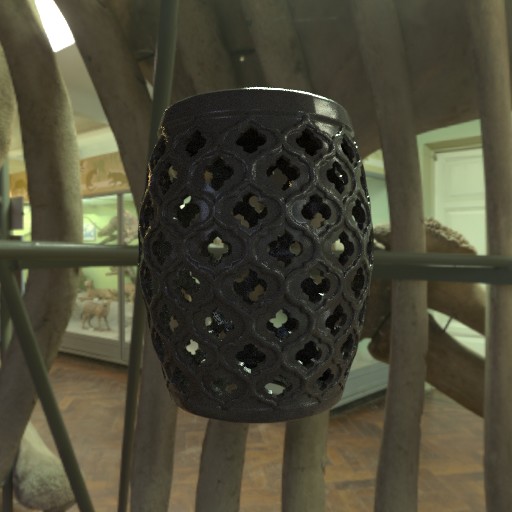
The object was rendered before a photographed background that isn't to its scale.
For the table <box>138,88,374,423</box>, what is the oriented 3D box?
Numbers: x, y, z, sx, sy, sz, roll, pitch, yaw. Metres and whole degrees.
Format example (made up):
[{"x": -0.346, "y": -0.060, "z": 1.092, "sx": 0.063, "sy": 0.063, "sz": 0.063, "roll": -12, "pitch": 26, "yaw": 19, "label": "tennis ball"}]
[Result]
[{"x": 0.000, "y": 0.000, "z": 0.631, "sx": 0.325, "sy": 0.388, "sz": 0.325, "roll": 0, "pitch": 1, "yaw": 0, "label": "table"}]
